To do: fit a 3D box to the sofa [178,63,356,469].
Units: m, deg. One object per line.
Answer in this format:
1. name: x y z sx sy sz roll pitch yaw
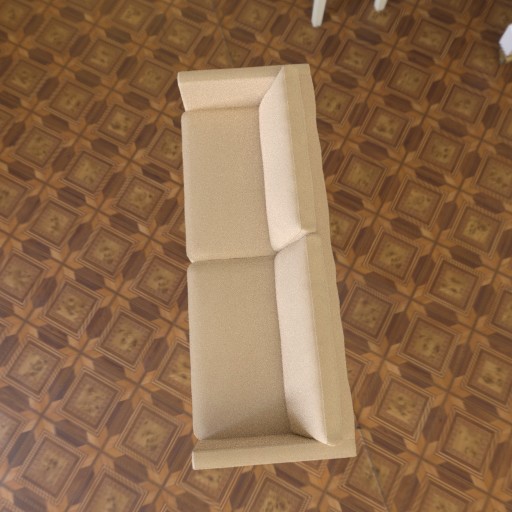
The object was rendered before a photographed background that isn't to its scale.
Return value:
1. sofa: 0.000 0.000 3.306 1.036 0.999 2.779 -4 76 -1
